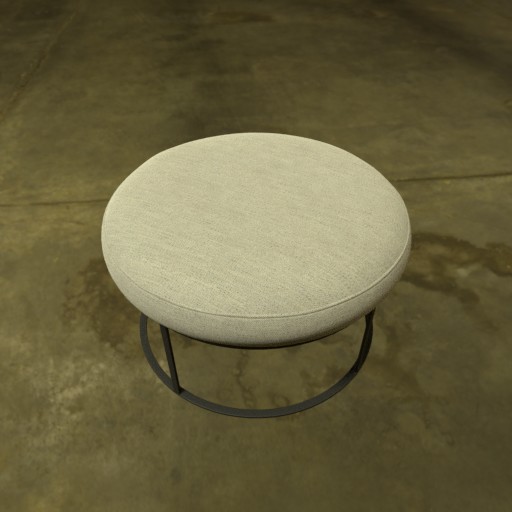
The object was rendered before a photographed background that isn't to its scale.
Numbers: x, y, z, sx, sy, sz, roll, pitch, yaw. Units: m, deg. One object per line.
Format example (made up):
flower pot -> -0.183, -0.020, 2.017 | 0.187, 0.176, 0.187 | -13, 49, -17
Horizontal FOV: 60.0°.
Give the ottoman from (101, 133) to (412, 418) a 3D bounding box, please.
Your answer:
ottoman -> 0.000, 0.000, 1.222 | 0.769, 0.459, 0.769 | 0, 41, 0
